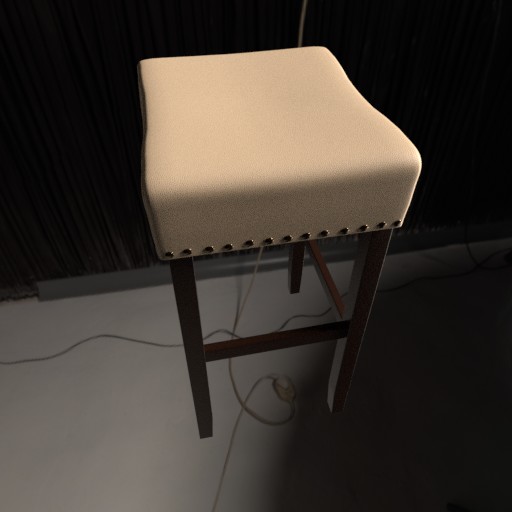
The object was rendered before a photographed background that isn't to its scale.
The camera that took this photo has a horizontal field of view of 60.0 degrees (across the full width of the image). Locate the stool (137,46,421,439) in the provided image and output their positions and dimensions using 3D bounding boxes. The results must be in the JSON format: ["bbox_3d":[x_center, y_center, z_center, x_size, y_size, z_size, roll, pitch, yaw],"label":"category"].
[{"bbox_3d":[0.000,0.000,1.019,0.401,0.762,0.471,-8,45,-8],"label":"stool"}]
